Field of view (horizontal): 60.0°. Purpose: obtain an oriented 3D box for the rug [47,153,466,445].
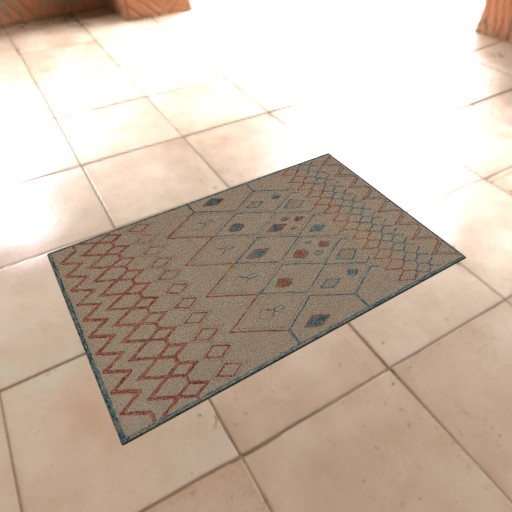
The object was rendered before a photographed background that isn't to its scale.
[{"bbox_3d":[0.000,0.000,3.035,2.438,0.015,1.524,-23,50,-21],"label":"rug"}]
